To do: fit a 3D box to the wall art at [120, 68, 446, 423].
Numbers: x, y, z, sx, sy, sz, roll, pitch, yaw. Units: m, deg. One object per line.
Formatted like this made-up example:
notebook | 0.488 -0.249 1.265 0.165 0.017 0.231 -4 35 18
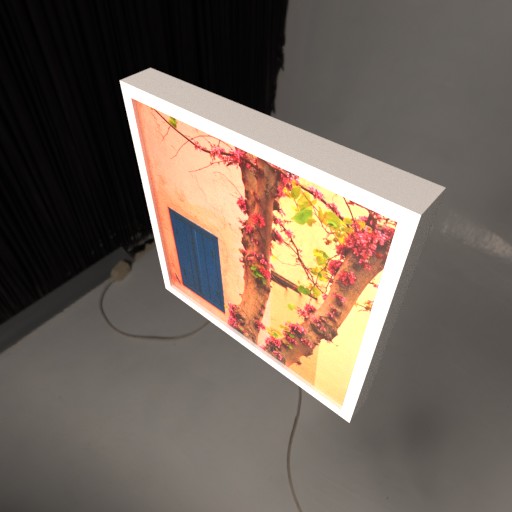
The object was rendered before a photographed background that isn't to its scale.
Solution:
wall art | 0.000 0.000 0.466 0.305 0.302 0.038 31 53 27
